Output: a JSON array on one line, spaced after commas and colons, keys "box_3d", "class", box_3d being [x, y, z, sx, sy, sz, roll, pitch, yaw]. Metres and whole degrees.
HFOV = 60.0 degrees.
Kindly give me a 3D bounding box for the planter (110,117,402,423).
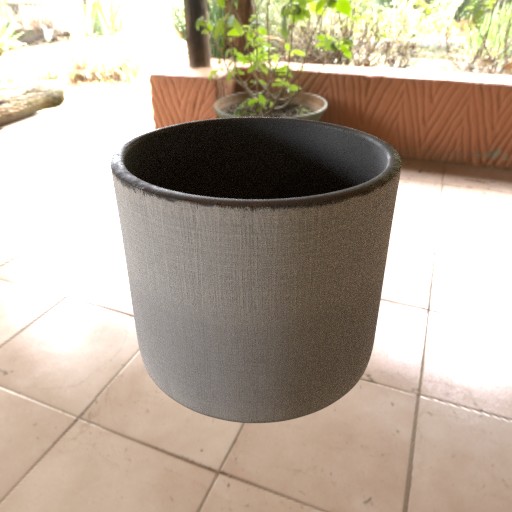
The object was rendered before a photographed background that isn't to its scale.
[{"box_3d": [0.000, 0.000, 0.447, 0.254, 0.221, 0.254, 0, 30, 0], "class": "planter"}]
